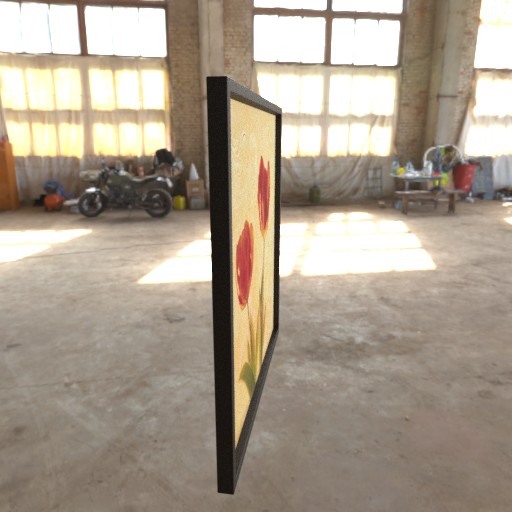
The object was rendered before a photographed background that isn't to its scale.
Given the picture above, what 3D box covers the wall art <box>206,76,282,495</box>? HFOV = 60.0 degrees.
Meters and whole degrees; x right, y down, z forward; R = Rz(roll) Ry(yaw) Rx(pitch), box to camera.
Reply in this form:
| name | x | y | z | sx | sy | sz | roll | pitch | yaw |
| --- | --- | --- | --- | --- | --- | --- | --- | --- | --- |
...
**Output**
| name | x | y | z | sx | sy | sz | roll | pitch | yaw |
| --- | --- | --- | --- | --- | --- | --- | --- | --- | --- |
| wall art | 0.000 | 0.000 | 1.196 | 0.043 | 0.807 | 0.805 | 2 | 15 | 9 |
